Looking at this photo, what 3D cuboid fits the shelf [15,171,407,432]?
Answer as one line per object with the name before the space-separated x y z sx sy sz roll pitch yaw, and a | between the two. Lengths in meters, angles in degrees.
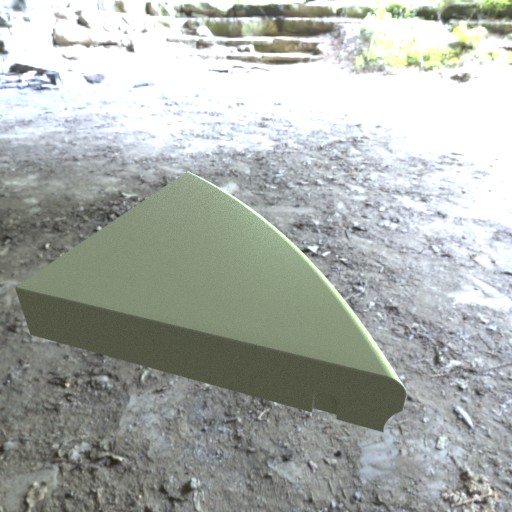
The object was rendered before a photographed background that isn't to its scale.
shelf | 0.000 0.000 0.455 0.310 0.050 0.310 10 32 17
